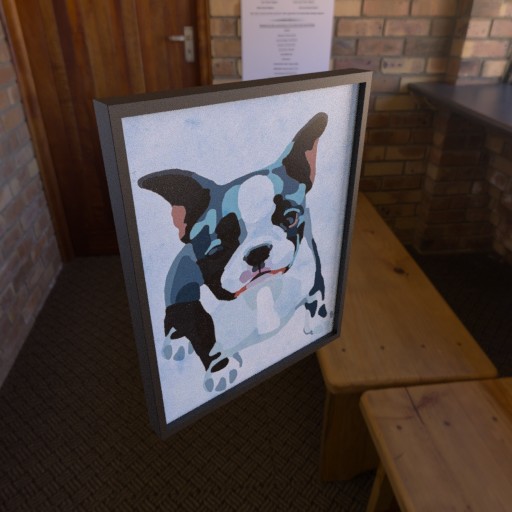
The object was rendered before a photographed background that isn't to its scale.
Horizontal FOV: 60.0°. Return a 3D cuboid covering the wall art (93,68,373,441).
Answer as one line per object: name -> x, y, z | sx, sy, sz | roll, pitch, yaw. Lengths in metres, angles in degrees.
wall art -> 0.000, 0.000, 0.500 | 0.294, 0.369, 0.030 | -21, 36, -32
